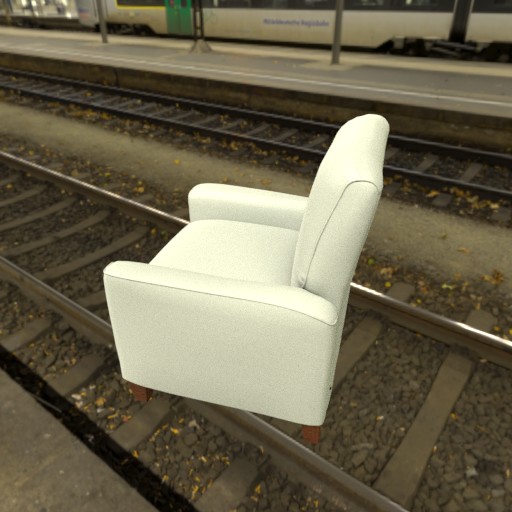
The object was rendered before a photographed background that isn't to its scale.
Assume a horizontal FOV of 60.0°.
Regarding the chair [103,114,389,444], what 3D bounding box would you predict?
[{"bbox_3d":[0.000,0.000,1.700,0.846,1.007,0.853,8,31,14],"label":"chair"}]
